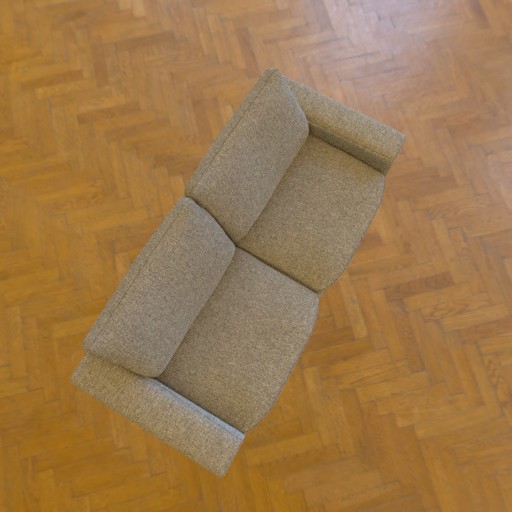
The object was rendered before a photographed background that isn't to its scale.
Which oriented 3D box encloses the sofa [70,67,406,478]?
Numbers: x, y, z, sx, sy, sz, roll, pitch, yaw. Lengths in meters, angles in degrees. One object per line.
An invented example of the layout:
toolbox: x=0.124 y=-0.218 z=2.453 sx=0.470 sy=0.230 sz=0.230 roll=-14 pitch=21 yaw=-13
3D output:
sofa: x=0.000 y=0.000 z=2.709 sx=1.040 sy=0.922 sz=2.299 roll=29 pitch=76 yaw=8
